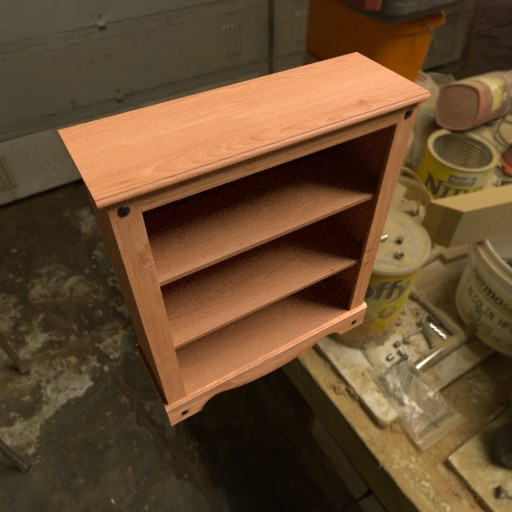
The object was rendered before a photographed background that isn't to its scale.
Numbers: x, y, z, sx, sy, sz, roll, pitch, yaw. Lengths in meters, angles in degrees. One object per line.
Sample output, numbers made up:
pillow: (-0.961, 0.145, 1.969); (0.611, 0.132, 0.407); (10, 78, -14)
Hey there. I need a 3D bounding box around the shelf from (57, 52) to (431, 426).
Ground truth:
shelf: (0.000, 0.000, 1.387); (0.840, 0.980, 0.291); (-23, 50, -21)
